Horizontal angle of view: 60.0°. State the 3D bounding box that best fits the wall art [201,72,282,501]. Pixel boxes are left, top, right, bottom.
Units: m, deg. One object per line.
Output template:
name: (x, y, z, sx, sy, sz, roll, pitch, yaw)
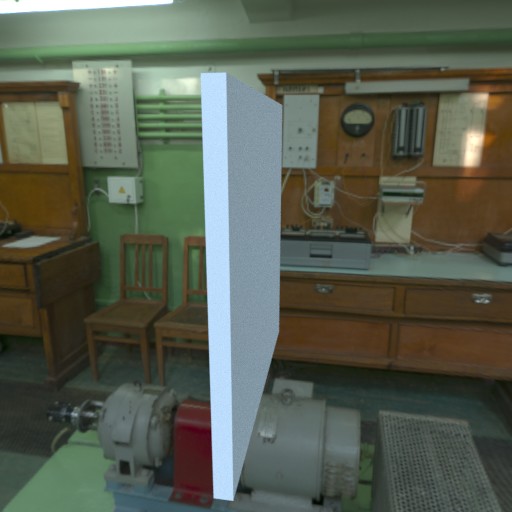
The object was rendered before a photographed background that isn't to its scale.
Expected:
wall art: (0.000, 0.000, 0.815, 0.028, 0.559, 0.559, 3, 16, 9)
